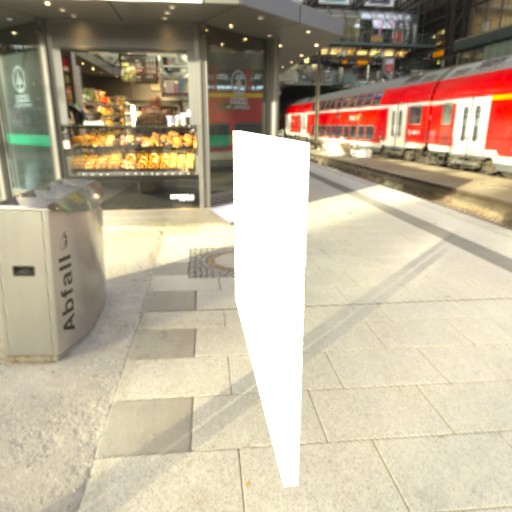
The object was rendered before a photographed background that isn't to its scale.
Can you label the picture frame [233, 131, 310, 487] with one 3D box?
[{"bbox_3d":[0.000,0.000,1.209,0.029,0.640,0.950,-2,17,-8],"label":"picture frame"}]
